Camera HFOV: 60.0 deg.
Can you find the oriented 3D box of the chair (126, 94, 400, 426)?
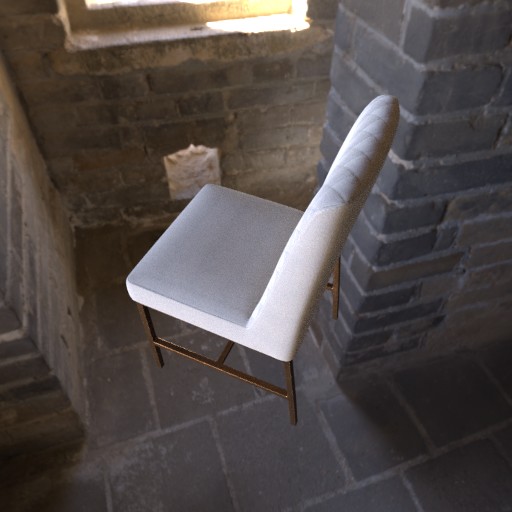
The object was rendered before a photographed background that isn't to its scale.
[{"bbox_3d":[0.000,0.000,1.312,0.597,0.933,0.503,18,49,16],"label":"chair"}]
